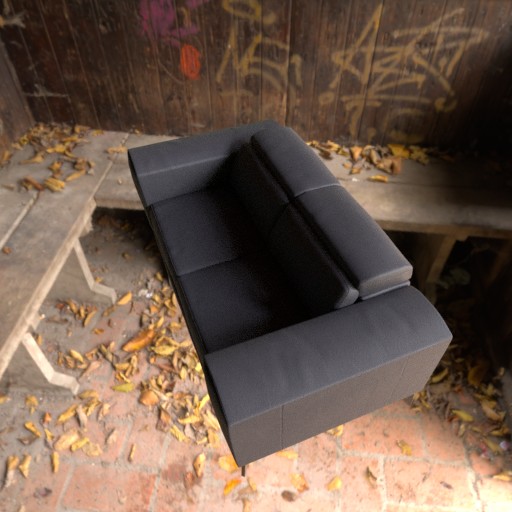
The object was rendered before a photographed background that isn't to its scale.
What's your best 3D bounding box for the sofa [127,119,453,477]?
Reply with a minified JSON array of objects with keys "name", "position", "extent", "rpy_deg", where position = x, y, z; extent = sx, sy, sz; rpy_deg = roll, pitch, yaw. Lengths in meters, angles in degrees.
[{"name":"sofa","position":[0.000,0.000,2.435],"extent":[1.003,0.779,1.895],"rpy_deg":[-16,49,-15]}]
